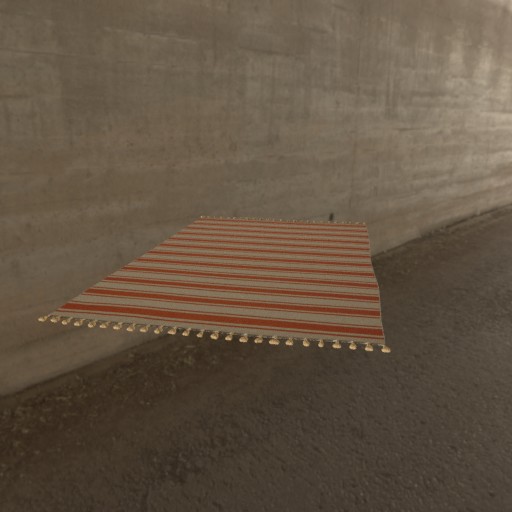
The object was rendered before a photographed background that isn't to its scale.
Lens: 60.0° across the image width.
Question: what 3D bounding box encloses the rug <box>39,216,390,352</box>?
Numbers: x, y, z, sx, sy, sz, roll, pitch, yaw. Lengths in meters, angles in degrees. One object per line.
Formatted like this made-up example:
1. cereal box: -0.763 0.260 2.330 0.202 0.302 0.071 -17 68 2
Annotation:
1. rug: 0.000 0.000 3.010 1.556 0.022 2.433 3 17 11
